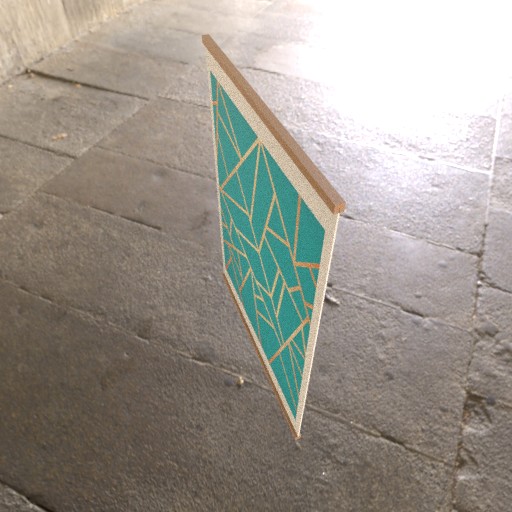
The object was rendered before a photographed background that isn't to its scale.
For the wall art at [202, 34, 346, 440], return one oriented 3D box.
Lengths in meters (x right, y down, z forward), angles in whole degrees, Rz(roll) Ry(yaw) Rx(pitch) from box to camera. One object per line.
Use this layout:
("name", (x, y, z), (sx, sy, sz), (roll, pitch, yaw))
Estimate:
("wall art", (0.000, 0.000, 0.805), (0.012, 0.608, 0.459), (-16, 49, -14))
